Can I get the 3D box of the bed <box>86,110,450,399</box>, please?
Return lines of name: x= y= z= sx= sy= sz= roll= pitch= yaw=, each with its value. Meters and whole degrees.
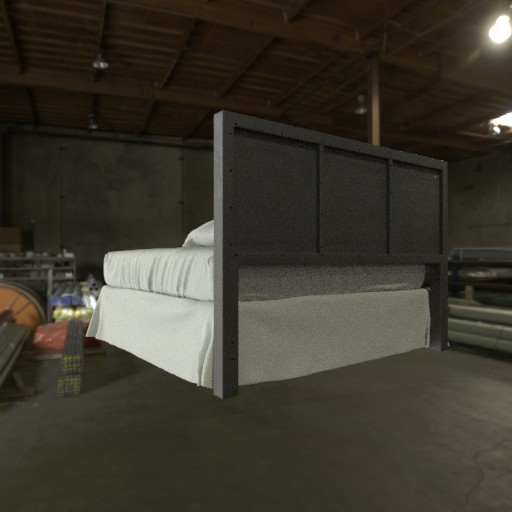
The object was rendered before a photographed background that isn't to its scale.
bed: x=0.000 y=0.000 z=2.945 sx=1.772 sy=1.142 sz=1.785 roll=0 pitch=0 yaw=-36
